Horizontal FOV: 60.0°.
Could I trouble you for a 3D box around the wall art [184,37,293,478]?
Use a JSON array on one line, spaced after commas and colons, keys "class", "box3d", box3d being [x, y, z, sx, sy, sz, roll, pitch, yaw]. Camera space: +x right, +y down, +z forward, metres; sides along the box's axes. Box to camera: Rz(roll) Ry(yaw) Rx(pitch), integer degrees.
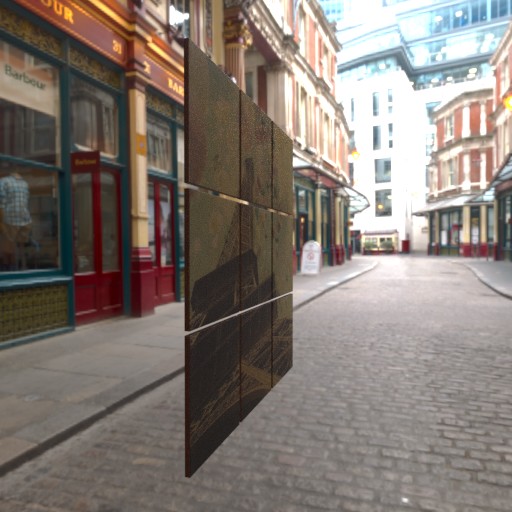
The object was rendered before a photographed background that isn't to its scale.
[{"class": "wall art", "box3d": [0.000, 0.000, 1.852, 0.017, 1.246, 1.256, 0, 1, 18]}]
